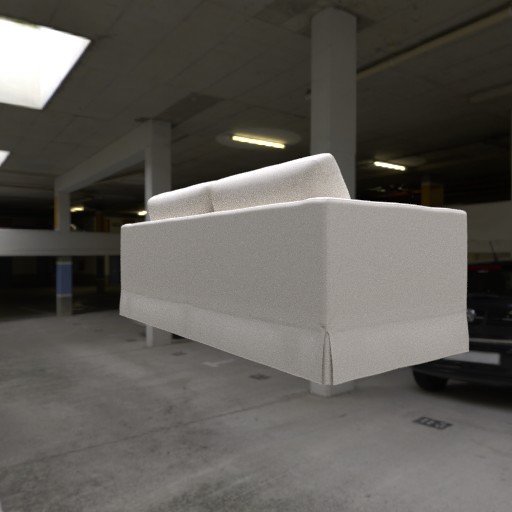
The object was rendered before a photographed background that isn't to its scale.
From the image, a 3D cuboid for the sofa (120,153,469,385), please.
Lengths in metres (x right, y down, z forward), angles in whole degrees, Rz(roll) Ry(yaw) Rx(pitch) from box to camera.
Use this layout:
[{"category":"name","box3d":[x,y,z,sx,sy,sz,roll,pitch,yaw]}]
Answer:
[{"category":"sofa","box3d":[0.000,0.000,2.680,0.954,0.881,2.163,0,1,-36]}]
